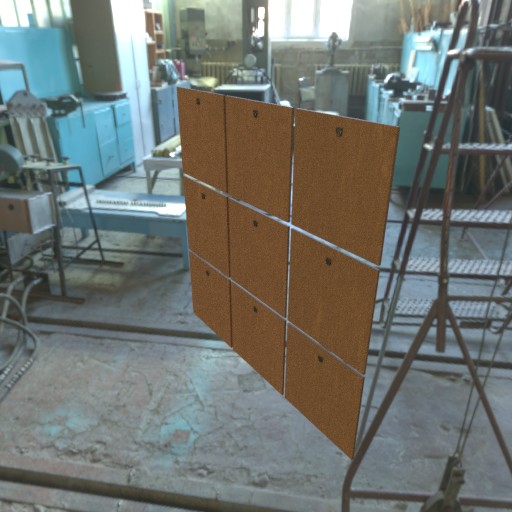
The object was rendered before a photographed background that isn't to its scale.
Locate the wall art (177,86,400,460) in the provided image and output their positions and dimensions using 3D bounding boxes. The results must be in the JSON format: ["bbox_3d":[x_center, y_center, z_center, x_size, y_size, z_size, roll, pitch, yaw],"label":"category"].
[{"bbox_3d":[0.000,0.000,2.291,0.023,1.522,1.526,-18,32,-32],"label":"wall art"}]
